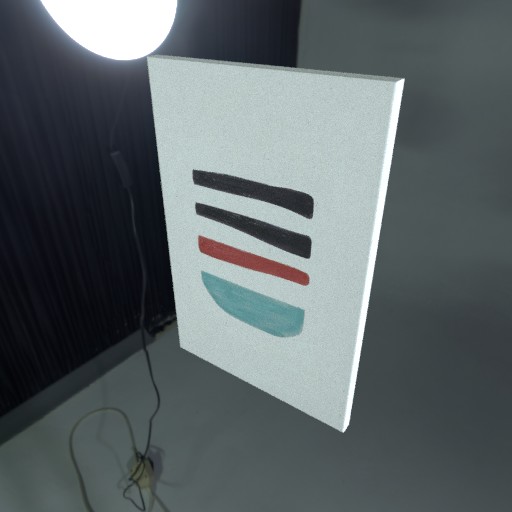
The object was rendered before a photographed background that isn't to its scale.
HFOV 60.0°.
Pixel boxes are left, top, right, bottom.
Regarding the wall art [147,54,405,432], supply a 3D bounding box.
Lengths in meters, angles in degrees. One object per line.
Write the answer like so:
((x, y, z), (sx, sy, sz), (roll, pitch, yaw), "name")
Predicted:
((0.000, 0.000, 1.146), (0.607, 0.912, 0.038), (19, 36, 29), "wall art")
